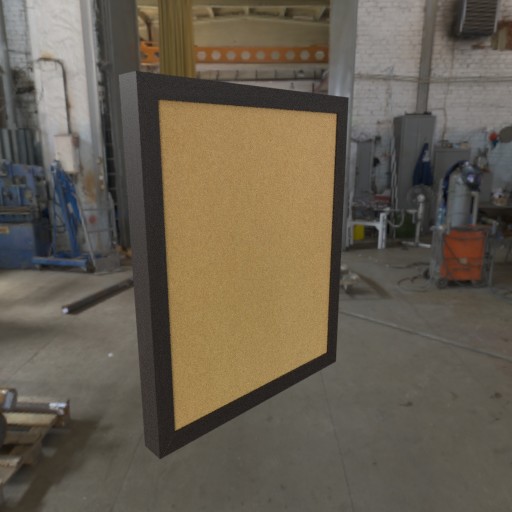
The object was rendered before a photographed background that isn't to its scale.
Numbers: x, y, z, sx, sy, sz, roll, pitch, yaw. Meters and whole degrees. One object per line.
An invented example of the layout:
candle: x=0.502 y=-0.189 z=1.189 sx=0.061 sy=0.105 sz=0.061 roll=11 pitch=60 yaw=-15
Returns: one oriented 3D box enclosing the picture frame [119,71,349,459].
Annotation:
picture frame: x=0.000 y=0.000 z=0.779 sx=0.452 sy=0.555 sz=0.044 roll=-13 pitch=19 yaw=-43
